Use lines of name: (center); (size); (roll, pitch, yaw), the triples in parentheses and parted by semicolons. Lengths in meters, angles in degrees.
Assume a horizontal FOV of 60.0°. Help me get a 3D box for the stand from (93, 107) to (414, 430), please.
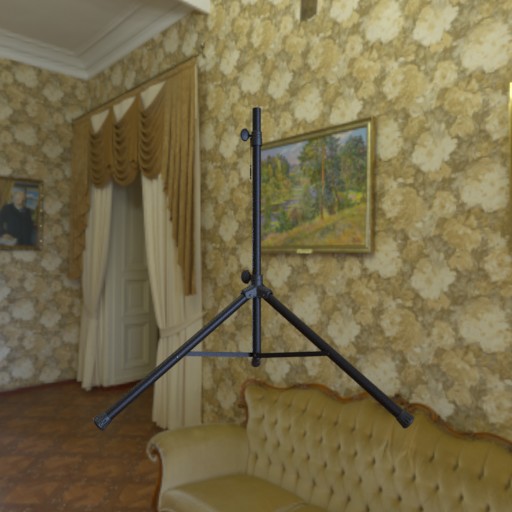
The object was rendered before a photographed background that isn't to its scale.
stand: (0.000, 0.000, 1.861); (1.045, 1.136, 0.907); (0, -1, 1)
